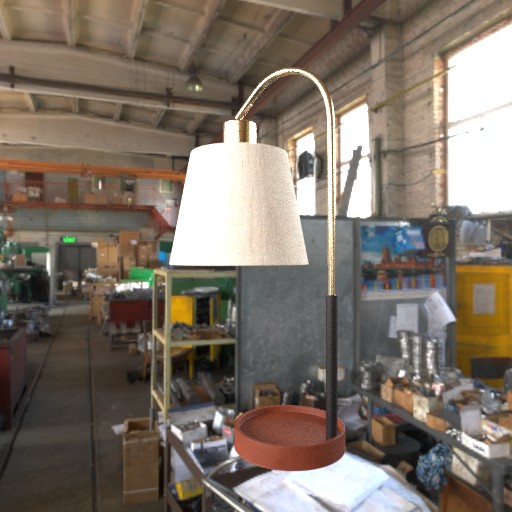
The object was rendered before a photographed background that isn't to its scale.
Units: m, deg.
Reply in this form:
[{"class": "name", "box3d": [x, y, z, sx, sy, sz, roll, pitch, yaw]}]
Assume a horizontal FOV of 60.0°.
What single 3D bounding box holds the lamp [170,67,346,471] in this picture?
[{"class": "lamp", "box3d": [0.000, 0.000, 0.663, 0.273, 0.536, 0.211, 0, 0, 36]}]
